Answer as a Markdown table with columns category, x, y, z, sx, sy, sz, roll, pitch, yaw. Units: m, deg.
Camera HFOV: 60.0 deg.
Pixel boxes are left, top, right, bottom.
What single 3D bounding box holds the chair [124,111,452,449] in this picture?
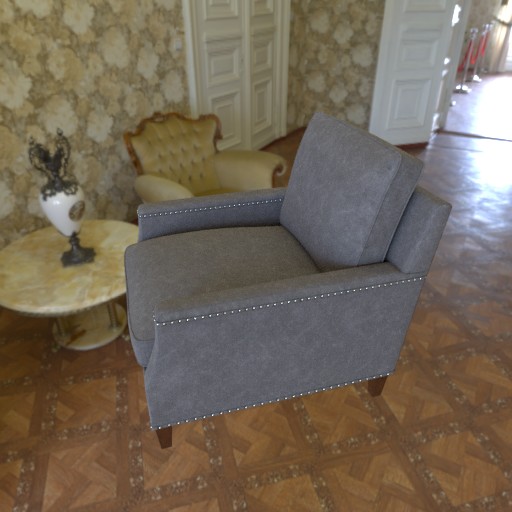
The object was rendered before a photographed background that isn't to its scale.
| category | x | y | z | sx | sy | sz | roll | pitch | yaw |
| --- | --- | --- | --- | --- | --- | --- | --- | --- | --- |
| chair | 0.000 | 0.000 | 1.736 | 1.014 | 0.948 | 0.853 | -8 | 31 | -14 |
